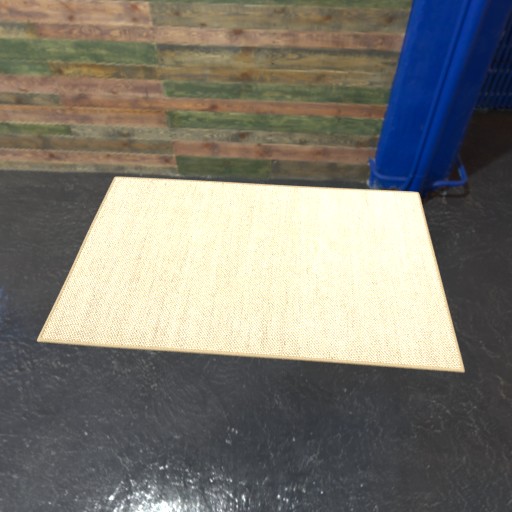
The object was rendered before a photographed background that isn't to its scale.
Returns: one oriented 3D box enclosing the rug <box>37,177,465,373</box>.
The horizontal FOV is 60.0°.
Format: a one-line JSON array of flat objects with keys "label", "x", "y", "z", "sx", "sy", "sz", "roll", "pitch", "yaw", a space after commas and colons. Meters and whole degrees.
[{"label": "rug", "x": 0.000, "y": 0.000, "z": 2.067, "sx": 1.667, "sy": 0.013, "sz": 1.062, "roll": 3, "pitch": 48, "yaw": 3}]
